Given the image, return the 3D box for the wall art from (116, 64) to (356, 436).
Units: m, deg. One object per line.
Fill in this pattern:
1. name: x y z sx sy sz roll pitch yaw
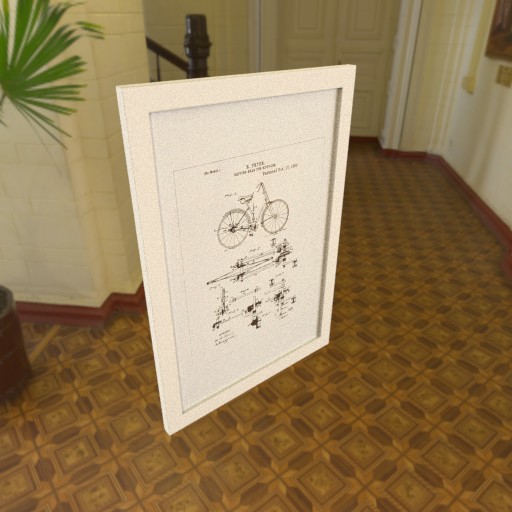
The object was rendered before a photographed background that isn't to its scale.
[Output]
1. wall art: 0.000 0.000 0.624 0.332 0.477 0.015 -21 35 -33
